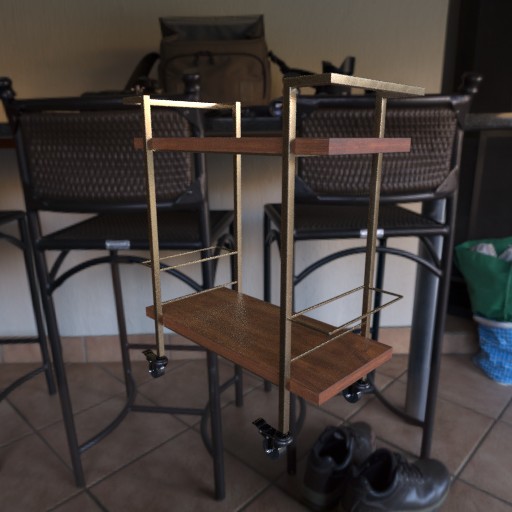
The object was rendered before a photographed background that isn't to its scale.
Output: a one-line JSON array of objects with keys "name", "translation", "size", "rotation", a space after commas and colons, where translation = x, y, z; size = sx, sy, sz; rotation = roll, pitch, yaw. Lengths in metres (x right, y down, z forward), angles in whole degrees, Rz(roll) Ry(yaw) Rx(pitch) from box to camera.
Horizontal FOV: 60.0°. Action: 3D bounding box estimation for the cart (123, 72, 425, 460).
[{"name": "cart", "translation": [0.000, 0.000, 1.167], "size": [0.364, 0.807, 0.695], "rotation": [-14, 21, -43]}]
